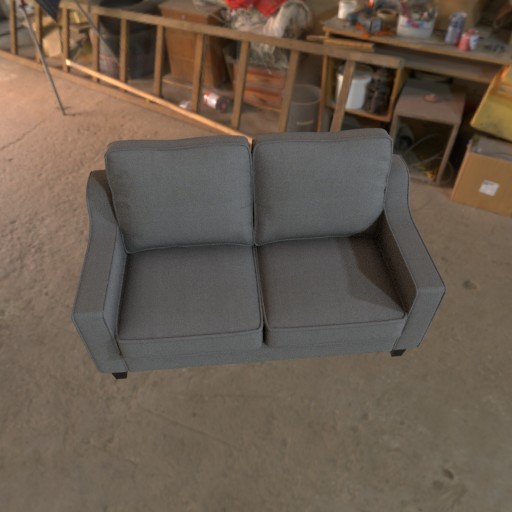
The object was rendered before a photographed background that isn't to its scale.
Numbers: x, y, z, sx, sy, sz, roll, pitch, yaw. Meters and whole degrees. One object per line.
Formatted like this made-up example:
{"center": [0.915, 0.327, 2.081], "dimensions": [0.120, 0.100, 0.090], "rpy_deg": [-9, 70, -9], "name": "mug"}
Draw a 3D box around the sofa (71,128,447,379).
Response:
{"center": [0.000, 0.000, 2.061], "dimensions": [1.500, 0.948, 0.791], "rpy_deg": [-4, 46, -4], "name": "sofa"}
